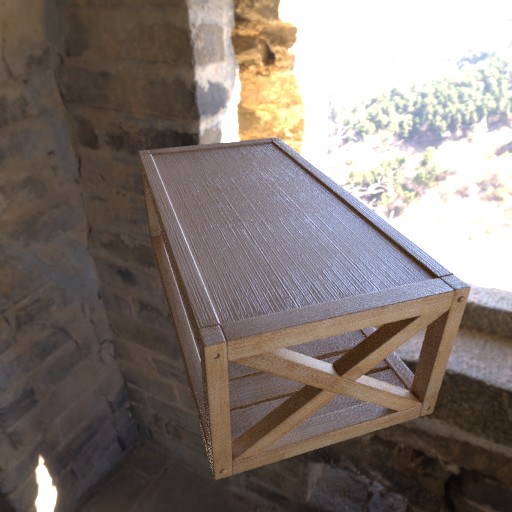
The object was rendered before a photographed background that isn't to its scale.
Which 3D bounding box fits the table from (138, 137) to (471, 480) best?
[{"bbox_3d":[0.000,0.000,1.627,0.660,0.457,1.321,-10,33,-16],"label":"table"}]
